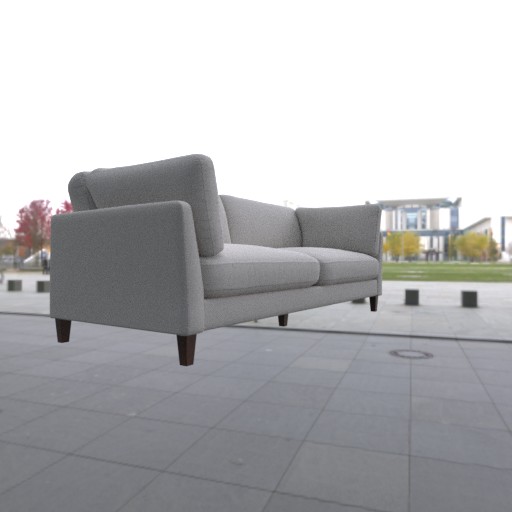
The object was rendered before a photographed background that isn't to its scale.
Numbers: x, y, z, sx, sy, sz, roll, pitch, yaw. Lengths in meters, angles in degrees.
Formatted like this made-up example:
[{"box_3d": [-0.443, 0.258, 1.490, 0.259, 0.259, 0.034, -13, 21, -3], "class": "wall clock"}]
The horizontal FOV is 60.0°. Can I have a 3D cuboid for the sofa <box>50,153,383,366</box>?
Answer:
[{"box_3d": [0.000, 0.000, 2.843, 0.957, 0.863, 2.301, 0, 0, 34], "class": "sofa"}]
